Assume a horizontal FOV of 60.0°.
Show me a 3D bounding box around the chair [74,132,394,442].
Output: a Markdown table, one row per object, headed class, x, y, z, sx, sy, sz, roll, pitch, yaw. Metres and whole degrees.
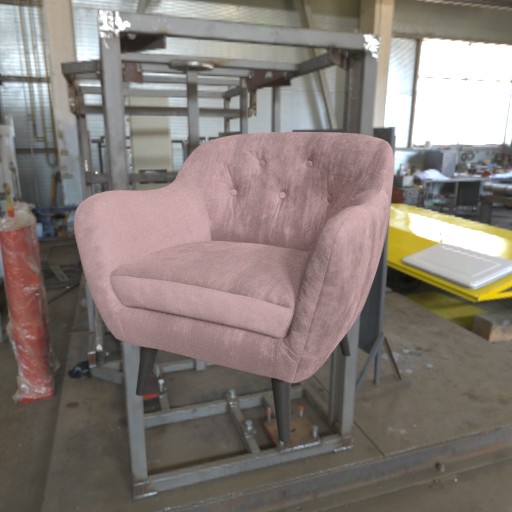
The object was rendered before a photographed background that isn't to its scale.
| class | x | y | z | sx | sy | sz | roll | pitch | yaw |
| --- | --- | --- | --- | --- | --- | --- | --- | --- | --- |
| chair | 0.000 | 0.000 | 1.504 | 0.840 | 0.820 | 0.820 | 7 | 16 | 26 |
